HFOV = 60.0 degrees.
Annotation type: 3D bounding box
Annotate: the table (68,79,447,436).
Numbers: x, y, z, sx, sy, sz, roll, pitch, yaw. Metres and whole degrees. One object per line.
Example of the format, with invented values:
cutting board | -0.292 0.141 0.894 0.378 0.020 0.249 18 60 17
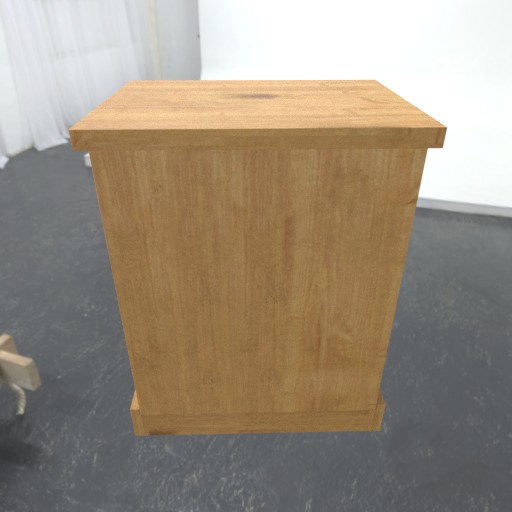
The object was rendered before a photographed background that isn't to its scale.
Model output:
table | 0.000 0.000 1.193 0.660 0.813 0.500 -1 31 -1
